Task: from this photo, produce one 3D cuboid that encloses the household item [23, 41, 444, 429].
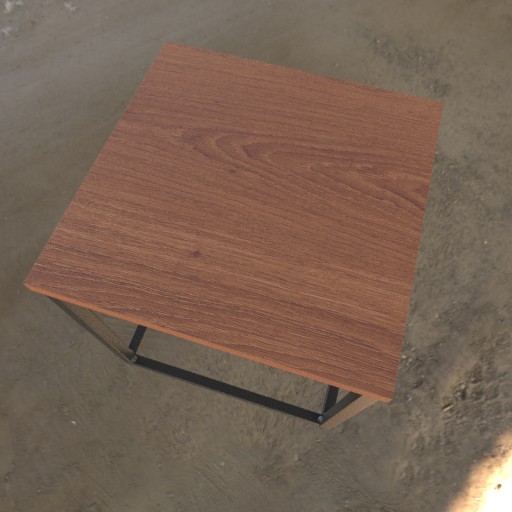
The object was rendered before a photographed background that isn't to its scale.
[{"bbox_3d":[0.000,0.000,0.714,0.400,0.400,0.400,16,65,8],"label":"household item"}]
